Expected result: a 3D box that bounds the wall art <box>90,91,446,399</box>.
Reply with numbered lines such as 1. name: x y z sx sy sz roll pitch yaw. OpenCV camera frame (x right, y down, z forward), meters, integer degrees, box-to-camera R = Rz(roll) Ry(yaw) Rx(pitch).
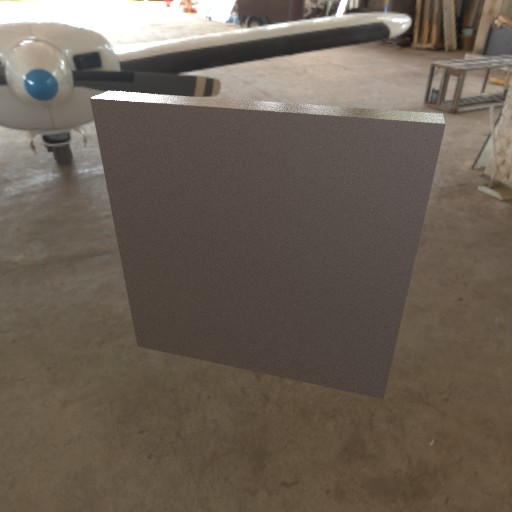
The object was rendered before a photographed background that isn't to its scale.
1. wall art: 0.000 0.000 0.529 0.350 0.350 0.038 9 33 13
